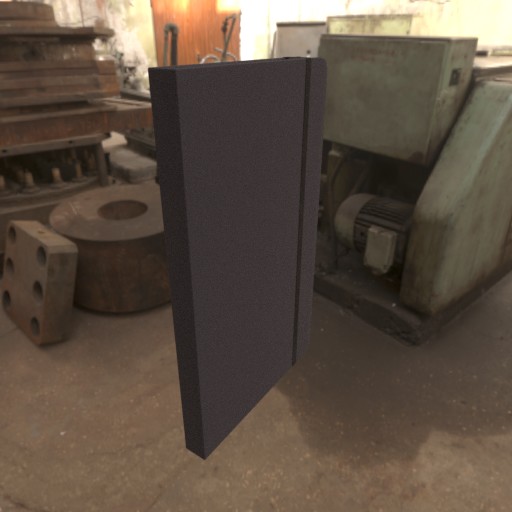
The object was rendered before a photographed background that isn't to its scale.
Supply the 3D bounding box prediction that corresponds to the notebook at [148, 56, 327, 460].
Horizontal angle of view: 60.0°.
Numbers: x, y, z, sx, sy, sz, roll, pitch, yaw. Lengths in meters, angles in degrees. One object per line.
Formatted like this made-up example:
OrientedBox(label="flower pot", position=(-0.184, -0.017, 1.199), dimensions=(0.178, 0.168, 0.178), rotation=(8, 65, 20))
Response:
OrientedBox(label="notebook", position=(0.000, 0.000, 0.263), dimensions=(0.016, 0.213, 0.127), rotation=(17, 31, 31))
